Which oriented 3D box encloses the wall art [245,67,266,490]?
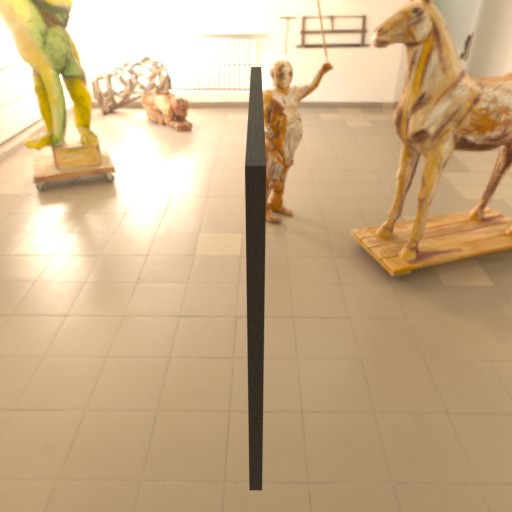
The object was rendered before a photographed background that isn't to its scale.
[{"bbox_3d":[0.000,0.000,1.483,0.038,1.016,1.016,0,32,0],"label":"wall art"}]
